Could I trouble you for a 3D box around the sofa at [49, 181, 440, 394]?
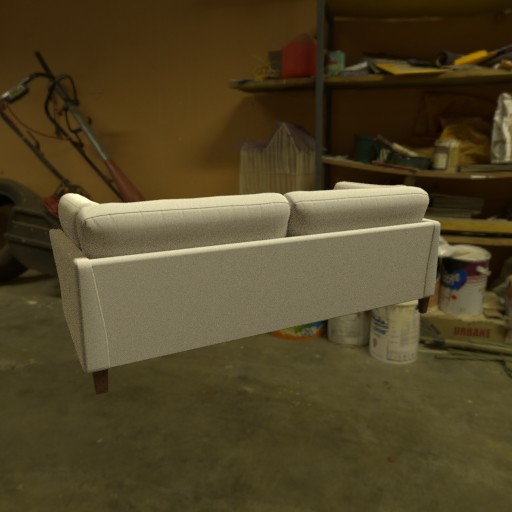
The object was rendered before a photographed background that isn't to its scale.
[{"bbox_3d":[0.000,0.000,2.816,2.301,0.863,0.957,-7,16,-28],"label":"sofa"}]
